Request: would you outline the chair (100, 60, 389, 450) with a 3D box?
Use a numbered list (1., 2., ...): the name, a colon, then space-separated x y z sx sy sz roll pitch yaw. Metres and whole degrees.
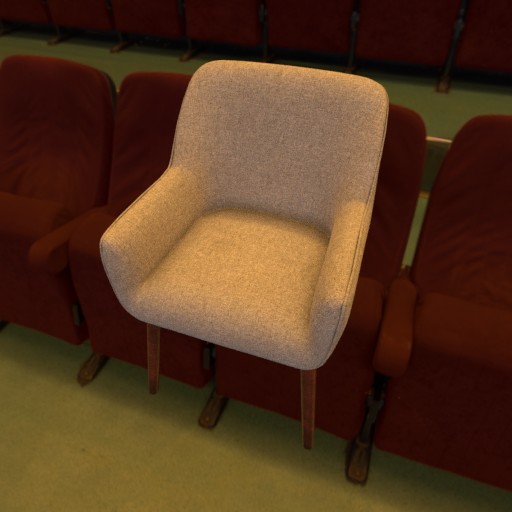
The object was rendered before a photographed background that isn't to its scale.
1. chair: 0.000 0.000 1.141 0.543 0.803 0.519 14 42 15
